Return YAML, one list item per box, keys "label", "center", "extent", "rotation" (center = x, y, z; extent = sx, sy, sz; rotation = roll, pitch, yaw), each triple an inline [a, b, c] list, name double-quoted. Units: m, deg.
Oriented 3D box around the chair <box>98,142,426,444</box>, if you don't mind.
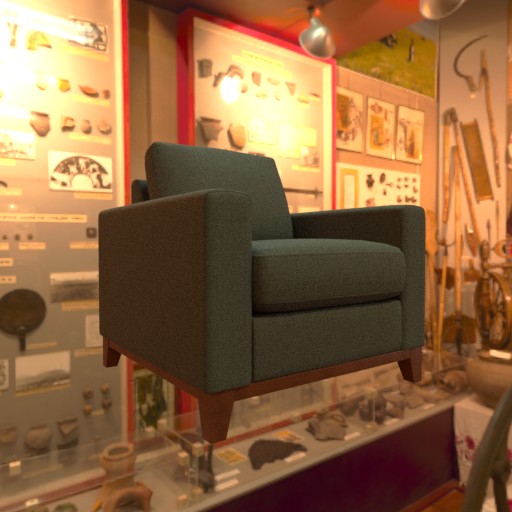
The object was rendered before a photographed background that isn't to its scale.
- label: "chair"
  center: [0.000, 0.000, 1.883]
  extent: [1.024, 1.010, 1.038]
  rotation: [-1, 2, -36]
